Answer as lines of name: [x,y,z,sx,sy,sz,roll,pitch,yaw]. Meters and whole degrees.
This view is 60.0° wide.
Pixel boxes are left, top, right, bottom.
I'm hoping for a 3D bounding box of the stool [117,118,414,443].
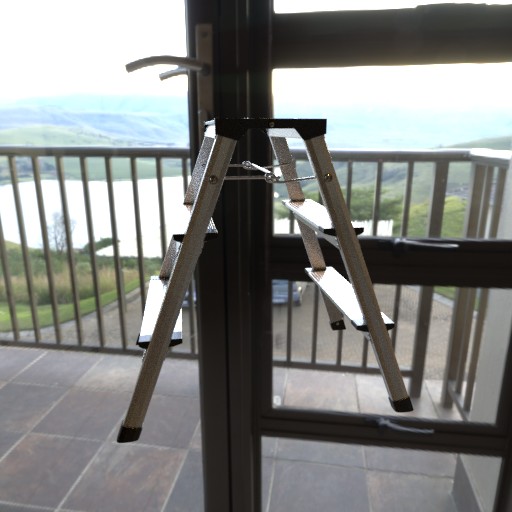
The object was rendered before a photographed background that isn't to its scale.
stool: [0.000,0.000,1.031,0.622,0.605,0.437,-3,16,-9]
